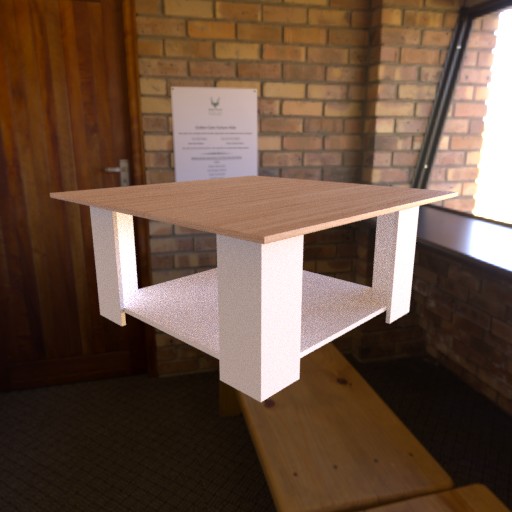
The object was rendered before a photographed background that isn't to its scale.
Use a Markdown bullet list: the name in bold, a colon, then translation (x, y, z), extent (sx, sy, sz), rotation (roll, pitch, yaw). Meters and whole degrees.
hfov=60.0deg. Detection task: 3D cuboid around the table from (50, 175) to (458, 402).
- **table**: translation (0.000, 0.000, 1.067), extent (0.670, 0.305, 0.670), rotation (14, 20, 42)
